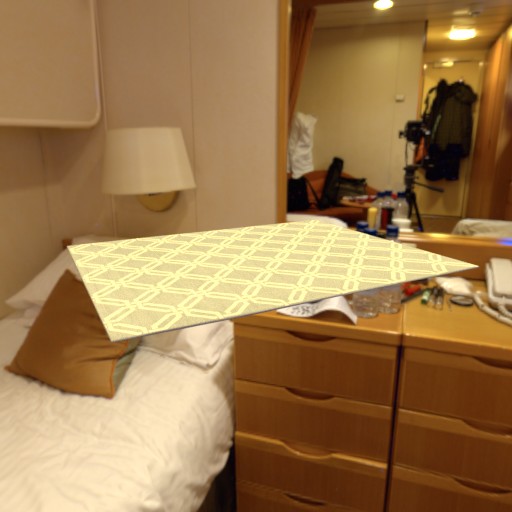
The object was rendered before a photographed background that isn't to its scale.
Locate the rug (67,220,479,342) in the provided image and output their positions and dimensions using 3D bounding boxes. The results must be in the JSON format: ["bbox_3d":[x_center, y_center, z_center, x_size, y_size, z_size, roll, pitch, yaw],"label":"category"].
[{"bbox_3d":[0.000,0.000,3.921,2.895,0.018,2.288,-8,17,-27],"label":"rug"}]
